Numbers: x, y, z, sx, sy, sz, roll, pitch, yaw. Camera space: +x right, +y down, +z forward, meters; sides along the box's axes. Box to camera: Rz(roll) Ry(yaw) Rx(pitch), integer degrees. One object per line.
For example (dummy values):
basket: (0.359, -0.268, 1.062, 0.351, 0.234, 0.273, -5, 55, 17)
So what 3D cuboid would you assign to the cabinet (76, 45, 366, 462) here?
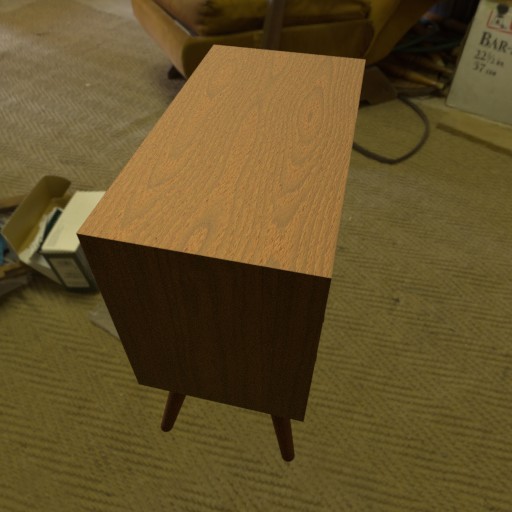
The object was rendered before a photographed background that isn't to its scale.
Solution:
cabinet: (0.000, 0.000, 1.142, 0.388, 0.748, 0.712, 10, 48, 9)
